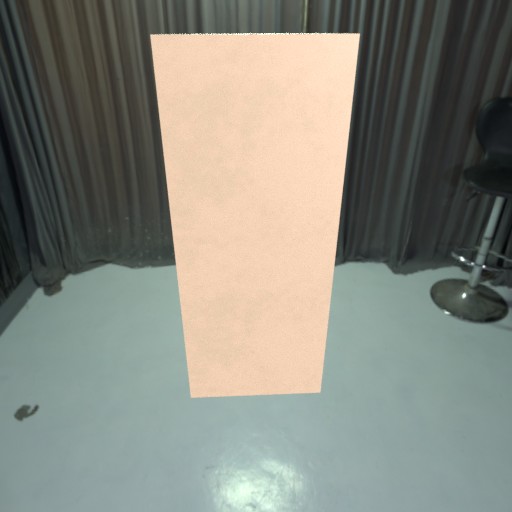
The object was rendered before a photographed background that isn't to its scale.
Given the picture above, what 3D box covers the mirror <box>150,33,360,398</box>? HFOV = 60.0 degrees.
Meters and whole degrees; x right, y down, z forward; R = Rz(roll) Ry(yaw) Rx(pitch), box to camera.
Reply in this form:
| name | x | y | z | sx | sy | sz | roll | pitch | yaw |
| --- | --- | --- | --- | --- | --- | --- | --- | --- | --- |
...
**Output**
| name | x | y | z | sx | sy | sz | roll | pitch | yaw |
| --- | --- | --- | --- | --- | --- | --- | --- | --- | --- |
| mirror | 0.000 | 0.000 | 2.259 | 0.812 | 2.031 | 0.026 | -2 | 32 | -2 |
